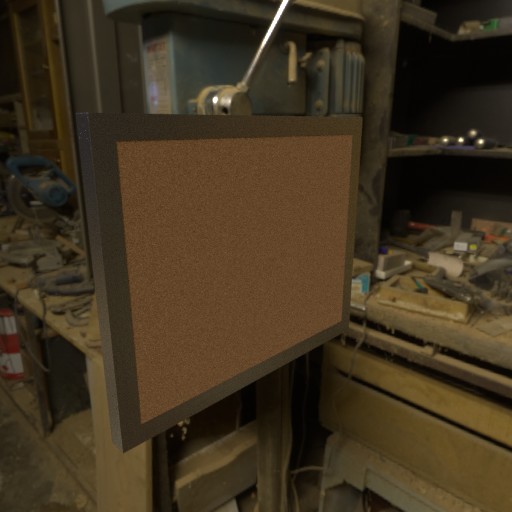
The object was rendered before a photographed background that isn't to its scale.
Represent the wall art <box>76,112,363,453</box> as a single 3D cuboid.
[{"bbox_3d":[0.000,0.000,0.756,0.557,0.456,0.032,-16,23,-42],"label":"wall art"}]
